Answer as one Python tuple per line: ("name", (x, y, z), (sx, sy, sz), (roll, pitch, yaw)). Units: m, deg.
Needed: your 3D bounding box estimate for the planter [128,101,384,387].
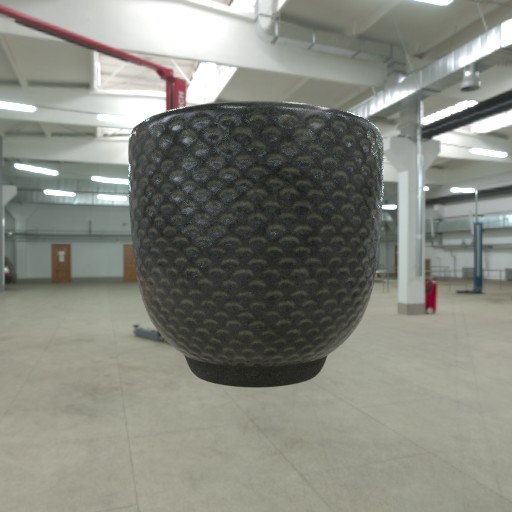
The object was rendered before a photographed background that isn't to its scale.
("planter", (0.000, 0.000, 0.311), (0.172, 0.160, 0.172), (0, 0, 0))
